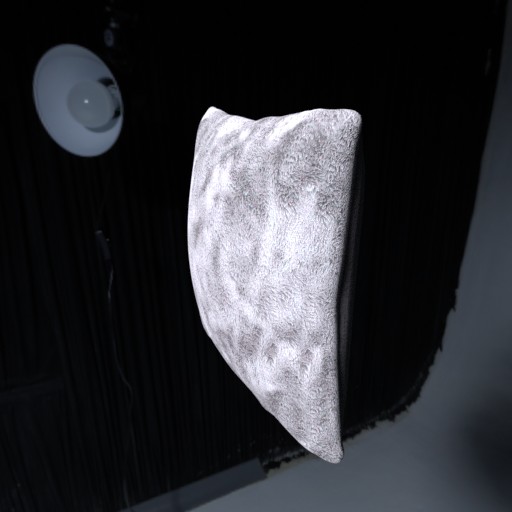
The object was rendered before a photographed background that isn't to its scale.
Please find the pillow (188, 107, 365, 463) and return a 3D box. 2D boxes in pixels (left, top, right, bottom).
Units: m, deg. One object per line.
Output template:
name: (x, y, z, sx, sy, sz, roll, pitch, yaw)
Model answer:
pillow: (0.000, 0.000, 0.800, 0.204, 0.520, 0.522, -8, 19, -24)
